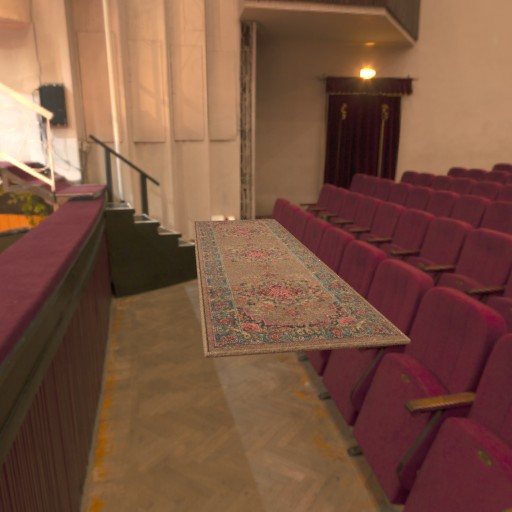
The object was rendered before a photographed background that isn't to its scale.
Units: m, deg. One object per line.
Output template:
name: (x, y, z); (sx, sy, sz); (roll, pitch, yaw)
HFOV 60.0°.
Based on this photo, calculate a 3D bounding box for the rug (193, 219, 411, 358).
rug: (0.000, 0.000, 2.460); (0.659, 0.019, 2.297); (-2, 15, -8)
